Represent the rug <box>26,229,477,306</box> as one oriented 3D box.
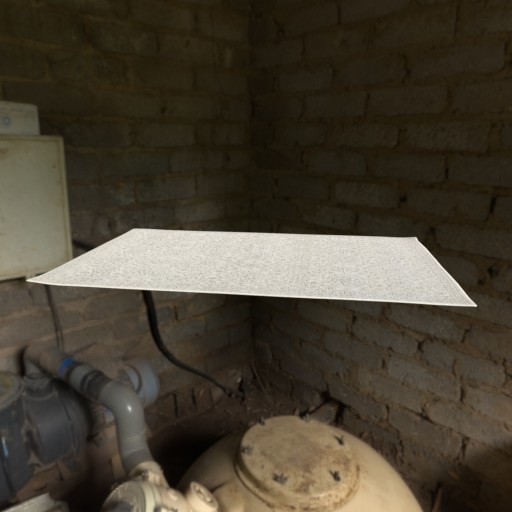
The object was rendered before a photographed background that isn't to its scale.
[{"bbox_3d":[0.000,0.000,2.457,1.947,0.023,1.214,2,15,8],"label":"rug"}]
